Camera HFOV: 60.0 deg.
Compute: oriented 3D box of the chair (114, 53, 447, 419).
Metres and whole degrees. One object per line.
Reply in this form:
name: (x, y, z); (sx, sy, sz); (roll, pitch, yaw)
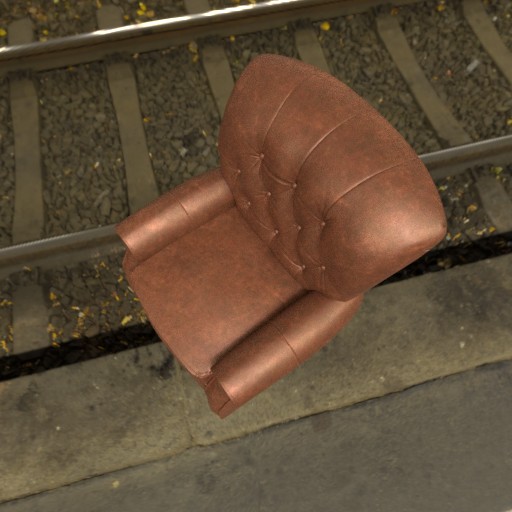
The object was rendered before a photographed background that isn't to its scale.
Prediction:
chair: (0.000, 0.000, 1.894); (1.031, 1.162, 0.979); (-33, 68, -15)
